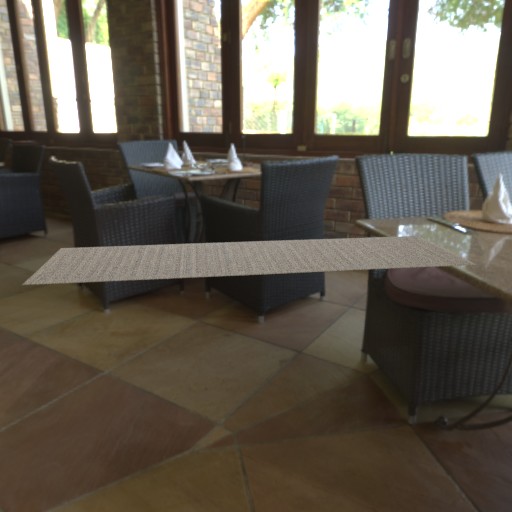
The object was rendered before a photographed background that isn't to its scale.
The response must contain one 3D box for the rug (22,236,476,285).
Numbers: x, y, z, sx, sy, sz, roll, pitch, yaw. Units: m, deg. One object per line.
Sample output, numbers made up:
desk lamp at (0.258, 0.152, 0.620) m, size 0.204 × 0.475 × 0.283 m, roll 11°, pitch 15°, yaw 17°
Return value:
rug at (0.000, 0.000, 2.686) m, size 2.437 × 0.005 × 0.688 m, roll -2°, pitch 16°, yaw -8°
